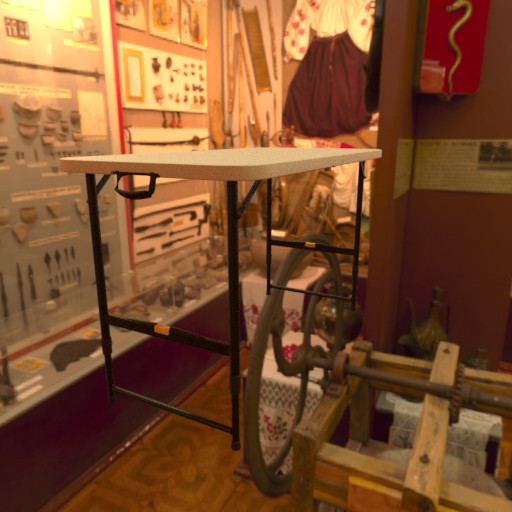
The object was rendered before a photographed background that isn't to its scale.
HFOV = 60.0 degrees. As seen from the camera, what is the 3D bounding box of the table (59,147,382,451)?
[{"bbox_3d":[0.000,0.000,1.621,0.611,0.737,1.245,8,17,27],"label":"table"}]
